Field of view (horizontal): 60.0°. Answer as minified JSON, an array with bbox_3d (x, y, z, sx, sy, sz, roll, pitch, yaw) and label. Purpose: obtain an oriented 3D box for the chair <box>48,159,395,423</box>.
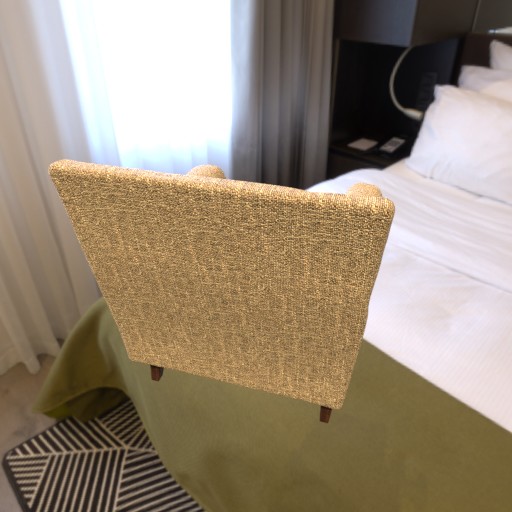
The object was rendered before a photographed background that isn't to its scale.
[{"bbox_3d":[0.000,0.000,1.616,0.864,0.928,0.873,9,34,14],"label":"chair"}]
